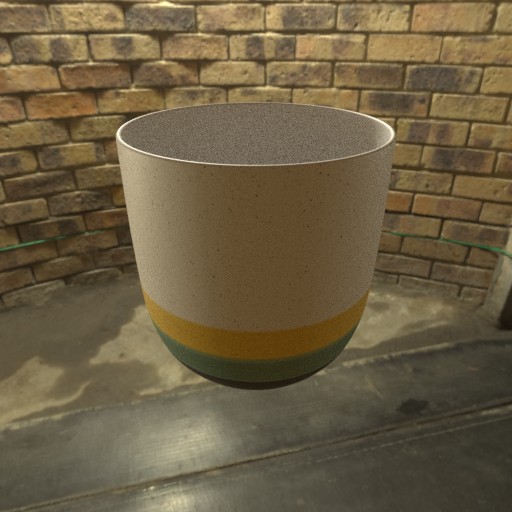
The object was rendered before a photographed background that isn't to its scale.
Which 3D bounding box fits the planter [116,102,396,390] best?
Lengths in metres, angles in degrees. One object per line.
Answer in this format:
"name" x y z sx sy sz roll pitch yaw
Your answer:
"planter" 0.000 0.000 0.370 0.195 0.214 0.195 0 29 0
